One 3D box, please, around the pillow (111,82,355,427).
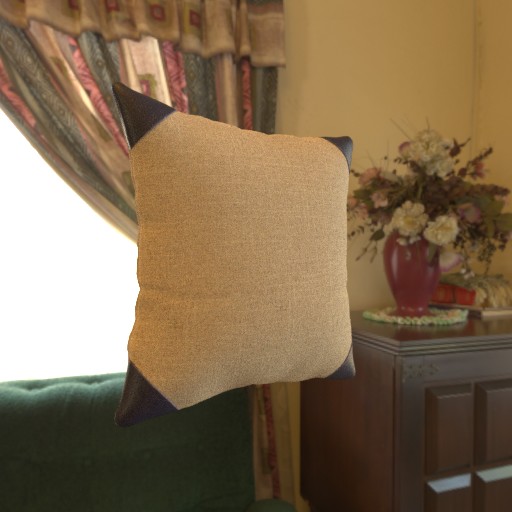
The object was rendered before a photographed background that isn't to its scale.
[{"bbox_3d":[0.000,0.000,0.682,0.440,0.441,0.147,1,-1,-36],"label":"pillow"}]
